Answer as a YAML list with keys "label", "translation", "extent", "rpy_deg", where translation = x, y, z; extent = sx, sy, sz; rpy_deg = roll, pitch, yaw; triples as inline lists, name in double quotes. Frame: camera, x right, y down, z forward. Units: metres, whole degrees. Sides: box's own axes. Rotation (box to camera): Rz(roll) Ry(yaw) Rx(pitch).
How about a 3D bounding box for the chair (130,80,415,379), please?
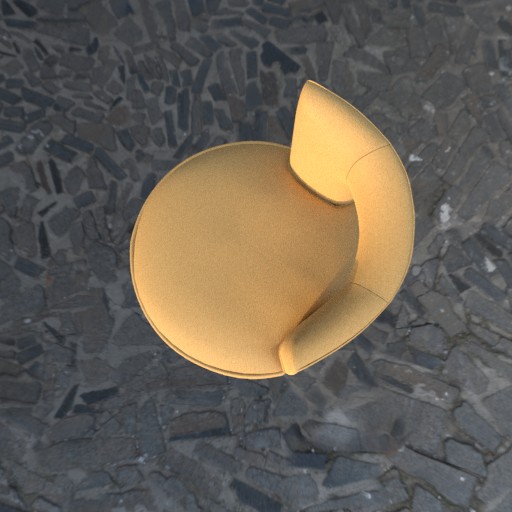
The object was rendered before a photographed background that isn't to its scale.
- label: "chair"
  translation: [0.000, 0.000, 1.215]
  extent: [0.665, 0.723, 0.650]
  rpy_deg: [4, 75, 1]
